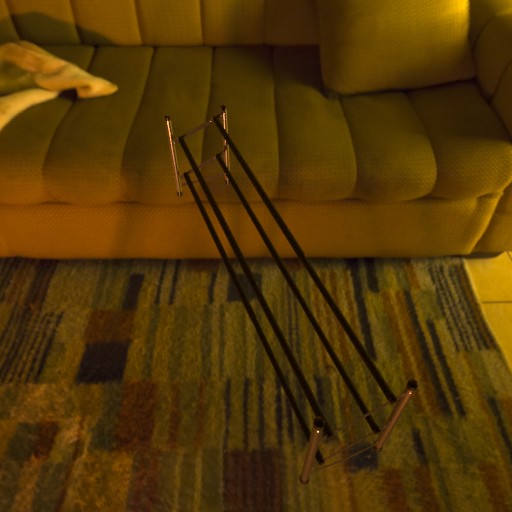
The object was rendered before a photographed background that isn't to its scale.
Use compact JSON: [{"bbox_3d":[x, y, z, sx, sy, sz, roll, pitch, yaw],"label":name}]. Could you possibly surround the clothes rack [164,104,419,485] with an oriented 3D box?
[{"bbox_3d":[0.000,0.000,1.323,0.229,0.349,1.168,-16,50,-14],"label":"clothes rack"}]
